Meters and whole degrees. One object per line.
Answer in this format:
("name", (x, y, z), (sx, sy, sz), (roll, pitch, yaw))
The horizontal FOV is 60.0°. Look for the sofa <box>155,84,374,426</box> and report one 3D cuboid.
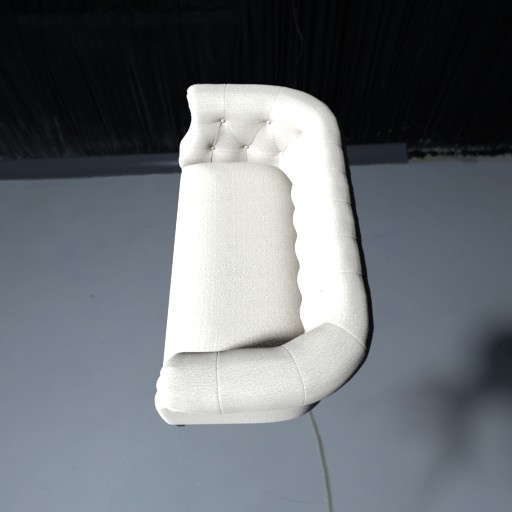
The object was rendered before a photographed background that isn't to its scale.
("sofa", (0.000, 0.000, 2.099), (0.835, 0.827, 1.558), (-1, 59, 0))
